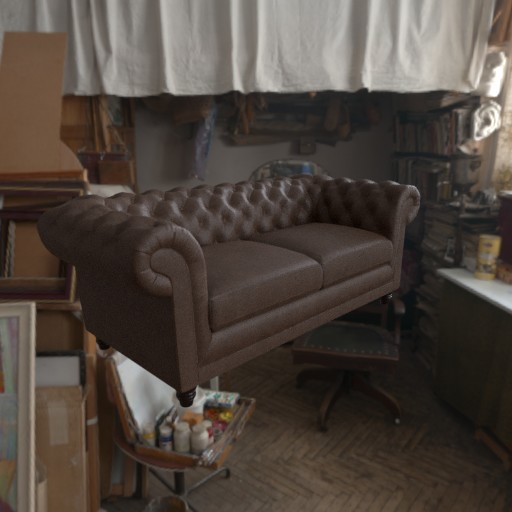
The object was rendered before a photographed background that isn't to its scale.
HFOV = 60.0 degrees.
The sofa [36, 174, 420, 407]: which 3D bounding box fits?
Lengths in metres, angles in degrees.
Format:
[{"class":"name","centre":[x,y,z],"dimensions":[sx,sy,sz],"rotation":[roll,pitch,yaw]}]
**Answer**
[{"class":"sofa","centre":[0.000,0.000,2.491],"dimensions":[0.955,0.784,2.048],"rotation":[15,21,43]}]
